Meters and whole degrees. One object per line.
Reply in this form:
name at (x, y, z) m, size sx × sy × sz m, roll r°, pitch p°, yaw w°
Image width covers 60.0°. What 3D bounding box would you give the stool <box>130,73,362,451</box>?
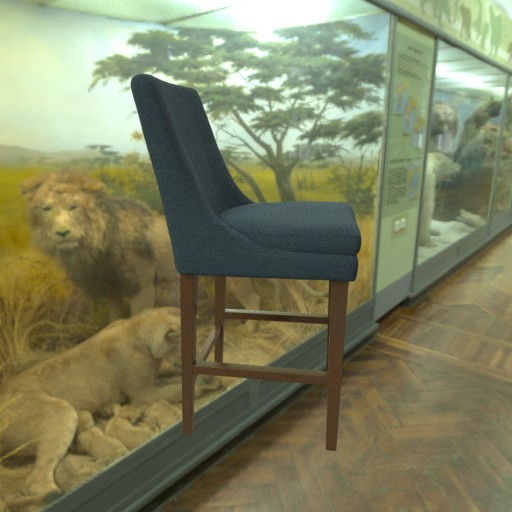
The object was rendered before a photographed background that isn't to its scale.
stool at (0.000, 0.000, 1.324) m, size 0.577 × 0.981 × 0.470 m, roll 2°, pitch 16°, yaw 8°
